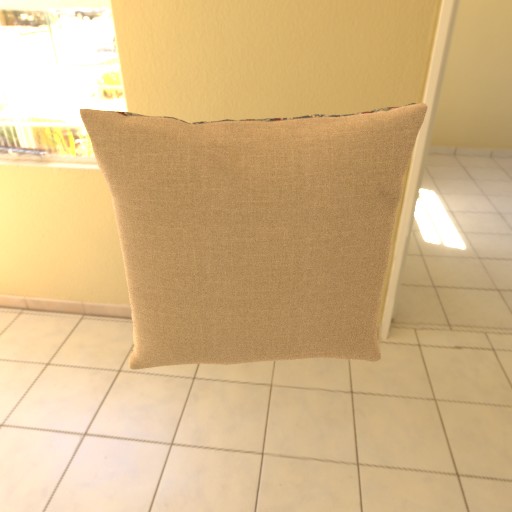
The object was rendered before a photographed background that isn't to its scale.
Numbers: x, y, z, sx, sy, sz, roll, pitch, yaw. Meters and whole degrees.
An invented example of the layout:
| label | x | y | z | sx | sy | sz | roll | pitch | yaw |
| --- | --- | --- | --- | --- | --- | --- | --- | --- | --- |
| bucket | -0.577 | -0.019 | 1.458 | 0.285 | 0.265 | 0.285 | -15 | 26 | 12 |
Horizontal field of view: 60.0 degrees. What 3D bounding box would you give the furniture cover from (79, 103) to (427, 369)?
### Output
| label | x | y | z | sx | sy | sz | roll | pitch | yaw |
| --- | --- | --- | --- | --- | --- | --- | --- | --- | --- |
| furniture cover | 0.000 | 0.000 | 0.653 | 0.431 | 0.431 | 0.139 | -1 | 31 | -2 |
